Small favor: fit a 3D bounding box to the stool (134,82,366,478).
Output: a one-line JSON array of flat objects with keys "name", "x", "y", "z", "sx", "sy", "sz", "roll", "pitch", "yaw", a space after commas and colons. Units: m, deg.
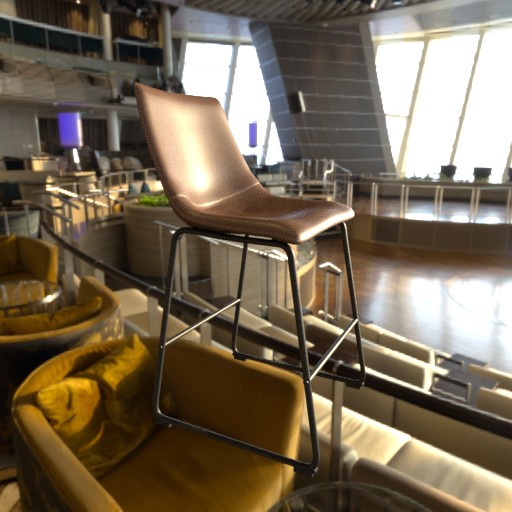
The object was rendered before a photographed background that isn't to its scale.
[{"name": "stool", "x": 0.000, "y": 0.000, "z": 1.225, "sx": 0.550, "sy": 0.890, "sz": 0.460, "roll": 7, "pitch": 15, "yaw": 26}]
